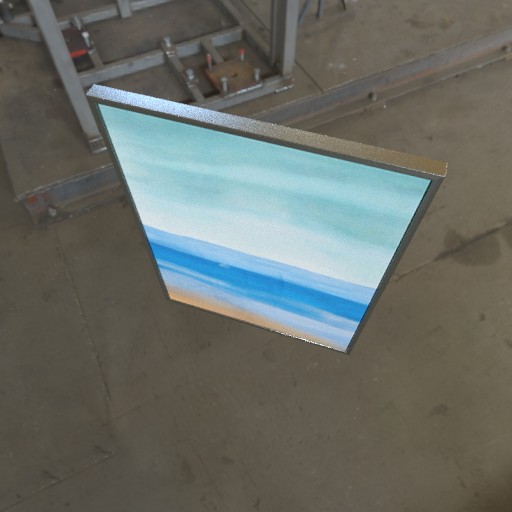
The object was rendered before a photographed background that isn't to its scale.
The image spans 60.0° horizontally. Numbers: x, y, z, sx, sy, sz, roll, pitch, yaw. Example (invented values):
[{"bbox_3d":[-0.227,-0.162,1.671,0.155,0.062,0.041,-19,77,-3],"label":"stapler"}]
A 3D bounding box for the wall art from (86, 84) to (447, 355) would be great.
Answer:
[{"bbox_3d":[0.000,0.000,1.407,0.803,1.062,0.041,15,60,9],"label":"wall art"}]
